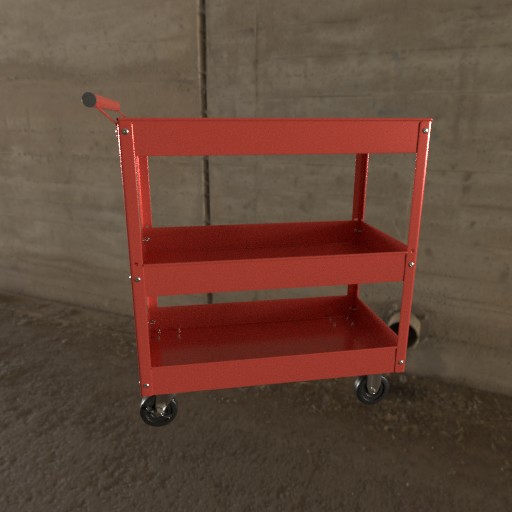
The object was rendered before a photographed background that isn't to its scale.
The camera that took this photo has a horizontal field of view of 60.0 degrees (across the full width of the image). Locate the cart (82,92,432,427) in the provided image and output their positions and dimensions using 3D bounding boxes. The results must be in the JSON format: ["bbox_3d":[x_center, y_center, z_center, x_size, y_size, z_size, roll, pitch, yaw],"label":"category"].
[{"bbox_3d":[0.000,0.000,1.163,0.719,0.780,0.366,-3,17,-9],"label":"cart"}]
